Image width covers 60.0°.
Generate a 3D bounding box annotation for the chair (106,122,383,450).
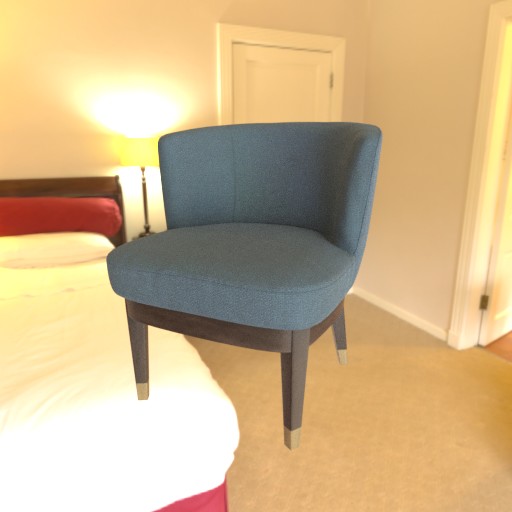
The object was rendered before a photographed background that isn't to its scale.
[{"bbox_3d":[0.000,0.000,1.281,0.661,0.760,0.702,7,17,26],"label":"chair"}]
